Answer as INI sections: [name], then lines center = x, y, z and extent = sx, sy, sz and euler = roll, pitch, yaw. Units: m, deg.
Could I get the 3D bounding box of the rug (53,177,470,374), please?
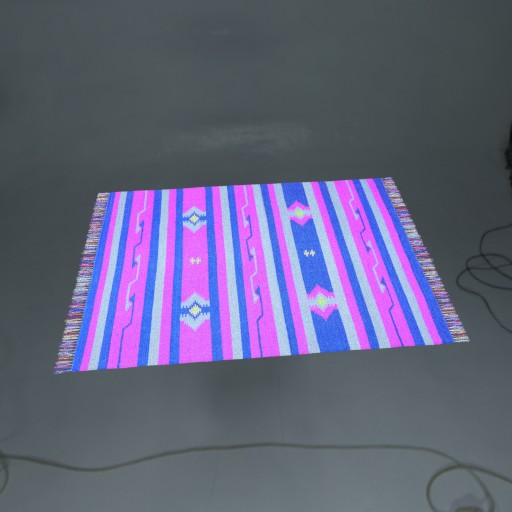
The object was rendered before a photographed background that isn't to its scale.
[rug]
center = 0.000, 0.000, 2.973
extent = 2.350, 0.013, 1.539
euler = -4, 47, -3
